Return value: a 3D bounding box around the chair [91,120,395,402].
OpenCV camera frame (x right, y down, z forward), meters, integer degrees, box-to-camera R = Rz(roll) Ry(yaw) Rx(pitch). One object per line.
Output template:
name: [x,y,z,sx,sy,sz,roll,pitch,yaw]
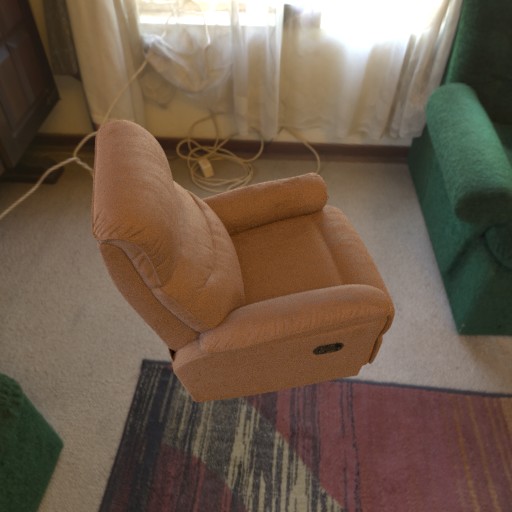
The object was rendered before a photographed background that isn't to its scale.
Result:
chair: [0.000,0.000,1.753,1.004,1.037,0.820,-9,47,-9]
